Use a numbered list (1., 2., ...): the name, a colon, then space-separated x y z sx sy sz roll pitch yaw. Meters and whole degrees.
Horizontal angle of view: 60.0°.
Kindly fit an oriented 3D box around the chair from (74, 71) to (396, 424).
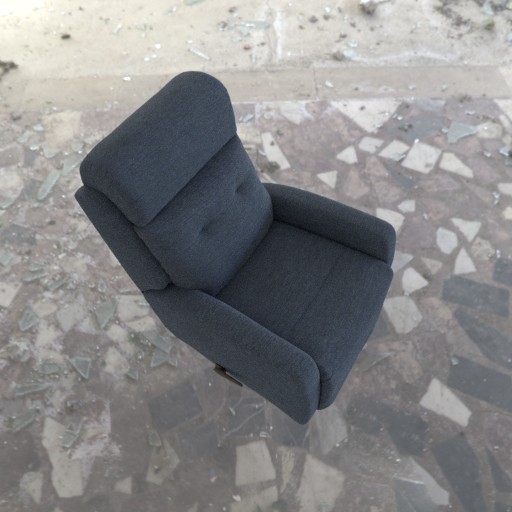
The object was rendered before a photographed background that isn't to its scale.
1. chair: 0.000 0.000 1.727 1.043 1.013 0.798 29 63 17
